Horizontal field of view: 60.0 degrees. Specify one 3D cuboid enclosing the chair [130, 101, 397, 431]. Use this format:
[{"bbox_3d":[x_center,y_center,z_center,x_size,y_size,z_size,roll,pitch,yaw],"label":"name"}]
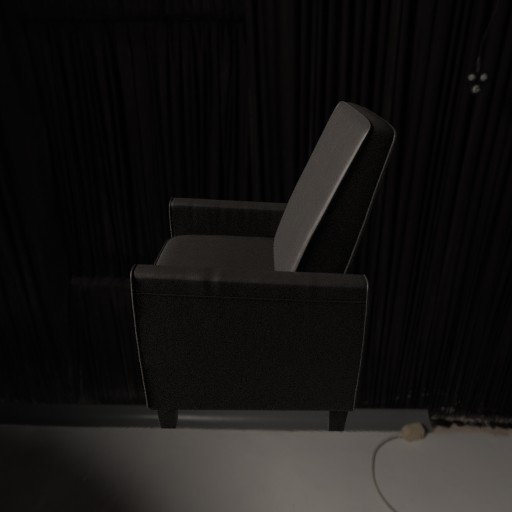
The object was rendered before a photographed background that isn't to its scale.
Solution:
[{"bbox_3d":[0.000,0.000,1.587,0.746,1.013,0.705,0,26,0],"label":"chair"}]
